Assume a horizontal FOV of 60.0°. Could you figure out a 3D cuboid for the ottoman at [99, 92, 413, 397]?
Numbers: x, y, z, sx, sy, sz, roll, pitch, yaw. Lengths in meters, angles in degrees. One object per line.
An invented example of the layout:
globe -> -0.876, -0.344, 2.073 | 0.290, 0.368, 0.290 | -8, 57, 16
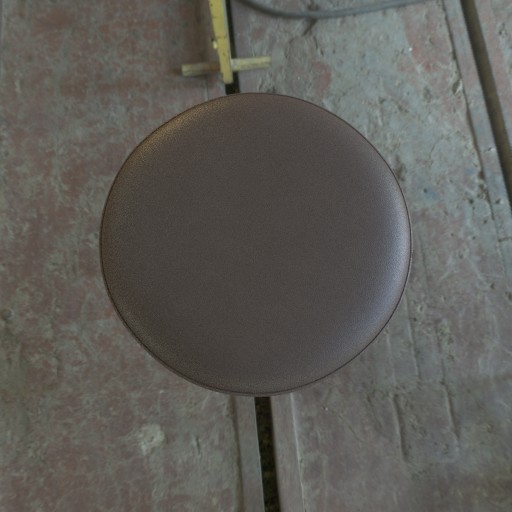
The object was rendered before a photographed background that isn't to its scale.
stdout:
ottoman -> 0.000, 0.000, 0.864 | 0.500, 0.409, 0.500 | 0, 77, 0
